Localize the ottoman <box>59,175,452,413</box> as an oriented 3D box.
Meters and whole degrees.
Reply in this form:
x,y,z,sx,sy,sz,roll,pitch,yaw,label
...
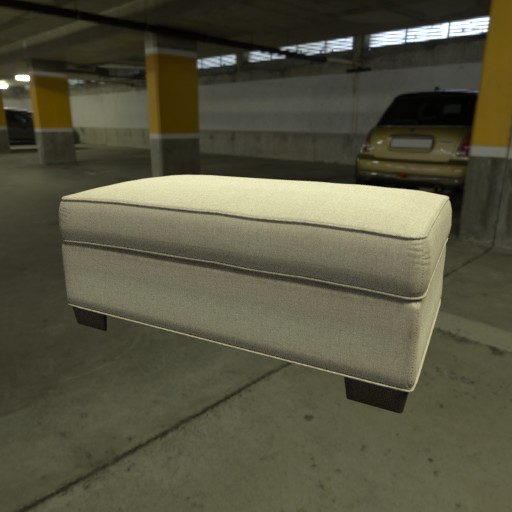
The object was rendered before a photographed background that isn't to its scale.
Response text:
x,y,z,sx,sy,sz,roll,pitch,yaw,label
0.000,0.000,1.428,1.097,0.461,0.617,9,19,26,ottoman
